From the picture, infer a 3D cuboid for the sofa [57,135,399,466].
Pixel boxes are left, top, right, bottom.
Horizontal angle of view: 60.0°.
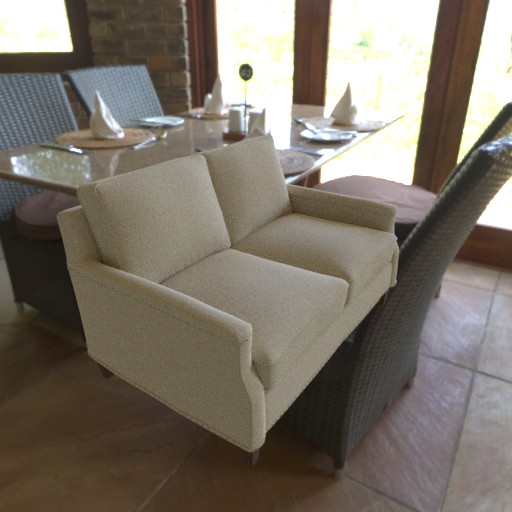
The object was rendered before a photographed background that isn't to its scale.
[{"bbox_3d":[0.000,0.000,2.336,1.084,1.003,1.597,17,31,31],"label":"sofa"}]
